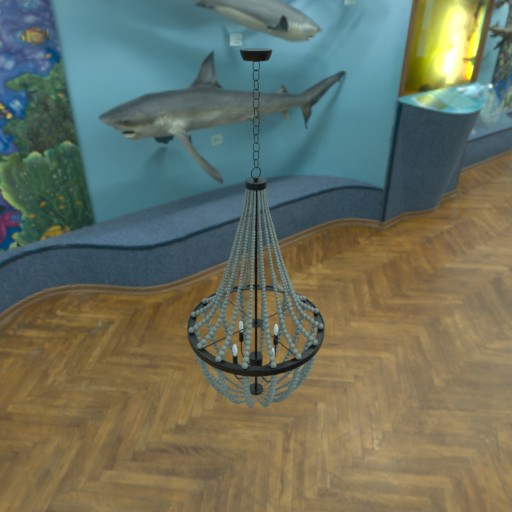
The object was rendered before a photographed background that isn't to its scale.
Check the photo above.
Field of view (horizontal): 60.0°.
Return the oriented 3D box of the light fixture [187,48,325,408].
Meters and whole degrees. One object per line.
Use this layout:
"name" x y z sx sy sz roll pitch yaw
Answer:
"light fixture" 0.000 0.000 1.336 0.450 1.133 0.450 0 30 0
